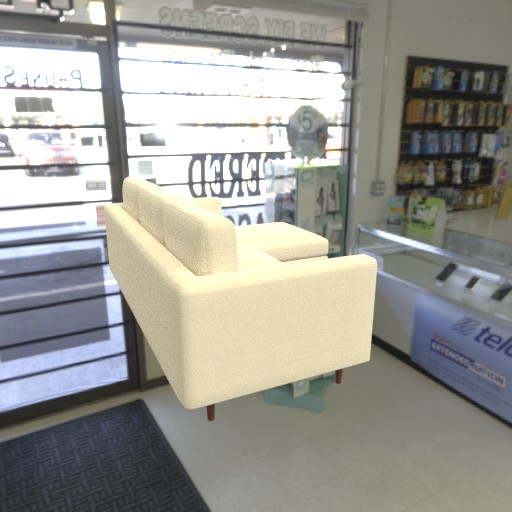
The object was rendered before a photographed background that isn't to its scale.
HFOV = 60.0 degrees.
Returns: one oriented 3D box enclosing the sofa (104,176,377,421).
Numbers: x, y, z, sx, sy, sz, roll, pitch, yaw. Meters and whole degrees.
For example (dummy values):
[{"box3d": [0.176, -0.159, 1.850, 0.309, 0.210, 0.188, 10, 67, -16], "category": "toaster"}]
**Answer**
[{"box3d": [0.000, 0.000, 2.838, 1.580, 0.899, 2.029, -8, 18, -24], "category": "sofa"}]
